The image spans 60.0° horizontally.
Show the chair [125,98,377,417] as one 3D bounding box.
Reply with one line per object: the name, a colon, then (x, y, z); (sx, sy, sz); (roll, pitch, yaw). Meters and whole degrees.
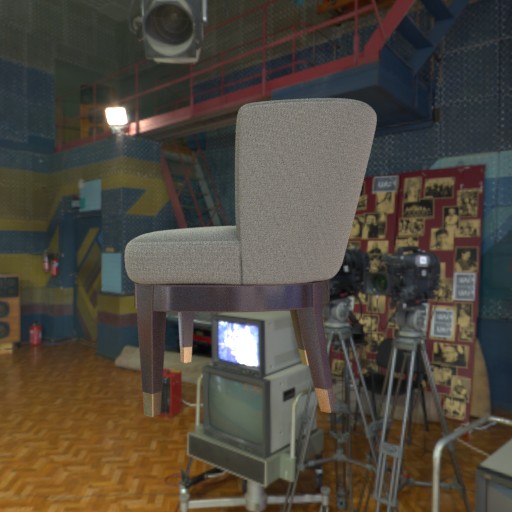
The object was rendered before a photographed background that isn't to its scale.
chair: (0.000, 0.000, 1.306); (0.660, 0.760, 0.700); (0, 1, 0)
